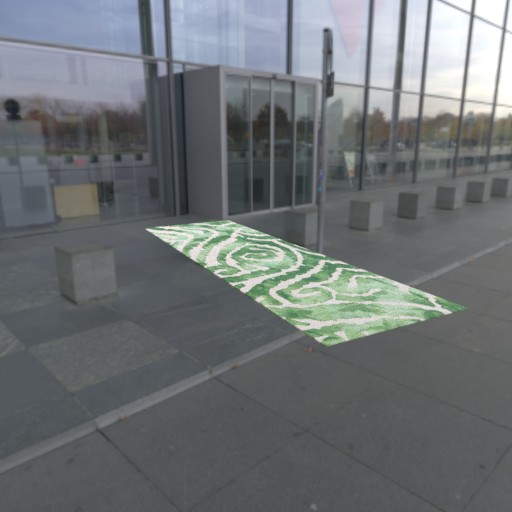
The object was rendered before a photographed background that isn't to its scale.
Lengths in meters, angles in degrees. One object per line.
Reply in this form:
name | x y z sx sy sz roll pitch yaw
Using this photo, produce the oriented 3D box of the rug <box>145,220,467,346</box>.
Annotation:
rug | 0.000 0.000 2.776 0.761 0.006 2.438 -8 17 -27
